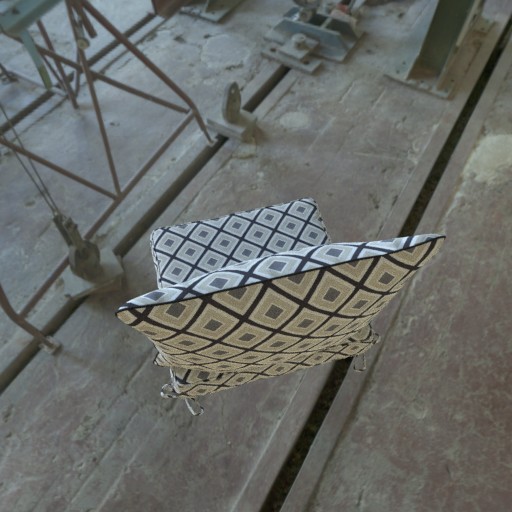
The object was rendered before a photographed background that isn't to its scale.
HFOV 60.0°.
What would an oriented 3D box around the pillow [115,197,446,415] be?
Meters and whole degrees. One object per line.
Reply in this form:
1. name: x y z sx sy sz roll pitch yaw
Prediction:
1. pillow: 0.000 0.000 1.415 0.798 0.722 0.733 -13 58 -8
